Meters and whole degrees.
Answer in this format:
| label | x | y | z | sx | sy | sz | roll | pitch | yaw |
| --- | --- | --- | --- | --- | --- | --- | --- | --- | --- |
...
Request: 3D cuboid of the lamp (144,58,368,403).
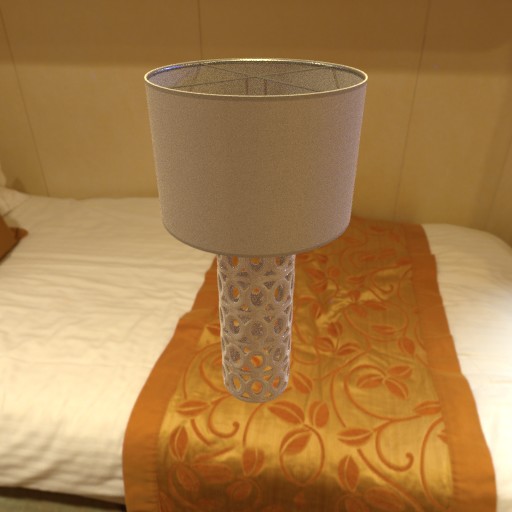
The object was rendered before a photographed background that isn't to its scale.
| label | x | y | z | sx | sy | sz | roll | pitch | yaw |
| --- | --- | --- | --- | --- | --- | --- | --- | --- | --- |
| lamp | 0.000 | 0.000 | 0.824 | 0.324 | 0.636 | 0.325 | -21 | 37 | -31 |
